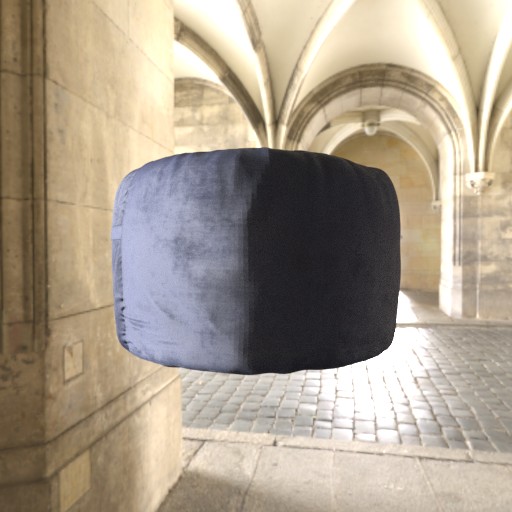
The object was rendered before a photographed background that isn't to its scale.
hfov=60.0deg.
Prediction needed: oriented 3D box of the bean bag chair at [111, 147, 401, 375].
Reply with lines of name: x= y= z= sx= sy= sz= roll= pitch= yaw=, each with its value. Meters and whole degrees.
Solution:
bean bag chair: x=0.000 y=0.000 z=1.956 sx=1.219 sy=0.762 sz=1.219 roll=0 pitch=1 yaw=0
